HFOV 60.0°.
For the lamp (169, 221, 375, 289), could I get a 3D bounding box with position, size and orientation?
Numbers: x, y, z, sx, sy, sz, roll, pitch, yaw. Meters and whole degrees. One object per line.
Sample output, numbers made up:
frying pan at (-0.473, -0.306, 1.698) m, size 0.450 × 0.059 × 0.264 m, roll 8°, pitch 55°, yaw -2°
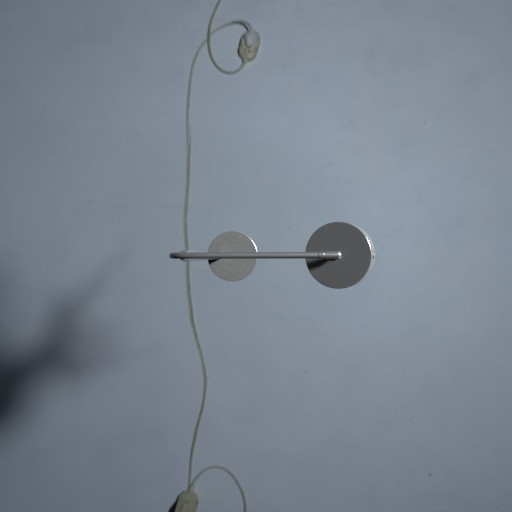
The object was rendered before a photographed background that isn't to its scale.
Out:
lamp at (0.000, 0.000, 1.379) m, size 0.421 × 1.250 × 0.222 m, roll 0°, pitch 90°, yaw 0°
